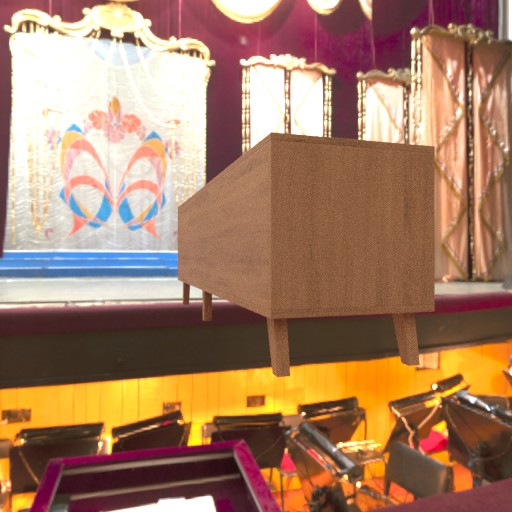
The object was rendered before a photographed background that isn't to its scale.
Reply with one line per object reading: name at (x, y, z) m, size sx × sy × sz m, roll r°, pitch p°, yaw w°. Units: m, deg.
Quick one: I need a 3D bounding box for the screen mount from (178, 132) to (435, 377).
screen mount at (0.000, 0.000, 1.681) m, size 0.400 × 0.510 × 1.500 m, roll 0°, pitch 0°, yaw -17°
